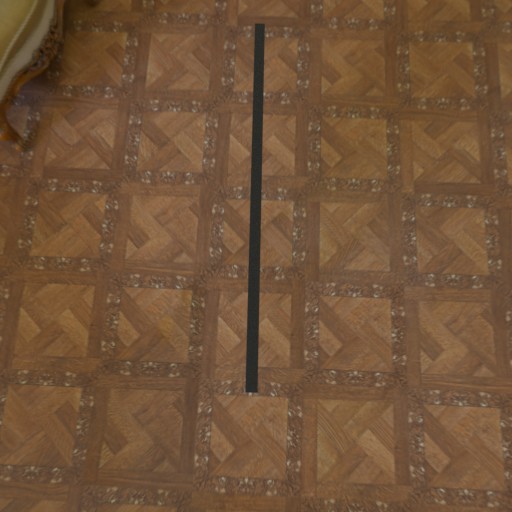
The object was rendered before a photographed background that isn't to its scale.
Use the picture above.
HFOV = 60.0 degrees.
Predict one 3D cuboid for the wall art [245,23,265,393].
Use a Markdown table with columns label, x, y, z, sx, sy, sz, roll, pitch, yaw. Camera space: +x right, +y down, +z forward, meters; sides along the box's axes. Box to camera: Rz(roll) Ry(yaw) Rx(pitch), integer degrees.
| label | x | y | z | sx | sy | sz | roll | pitch | yaw |
| --- | --- | --- | --- | --- | --- | --- | --- | --- | --- |
| wall art | 0.000 | 0.000 | 0.842 | 0.013 | 0.660 | 0.460 | 1 | 76 | 0 |
